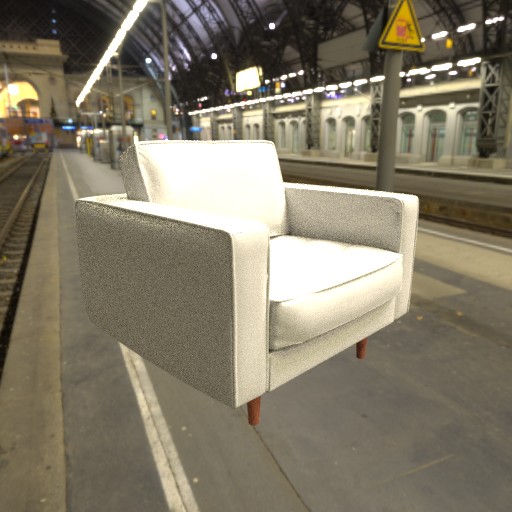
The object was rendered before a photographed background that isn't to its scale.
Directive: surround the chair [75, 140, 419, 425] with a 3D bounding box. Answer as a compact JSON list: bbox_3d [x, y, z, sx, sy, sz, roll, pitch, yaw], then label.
[{"bbox_3d":[0.000,0.000,1.533,0.928,0.773,0.843,-14,20,-43],"label":"chair"}]
